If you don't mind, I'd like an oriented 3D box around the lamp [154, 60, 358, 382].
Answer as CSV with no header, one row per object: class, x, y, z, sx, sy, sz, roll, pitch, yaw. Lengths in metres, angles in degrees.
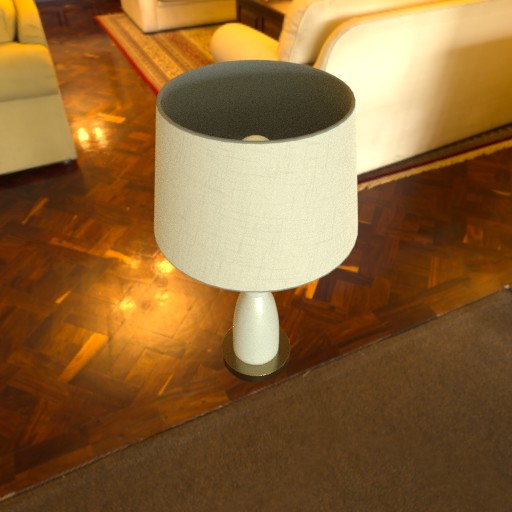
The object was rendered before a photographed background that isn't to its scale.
lamp,0.000,0.000,0.734,0.309,0.545,0.309,0,43,0
